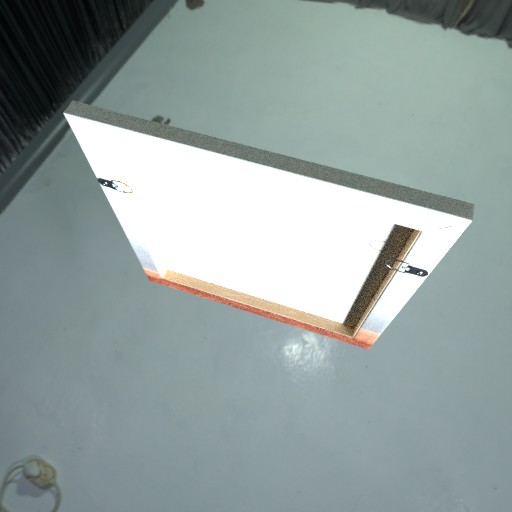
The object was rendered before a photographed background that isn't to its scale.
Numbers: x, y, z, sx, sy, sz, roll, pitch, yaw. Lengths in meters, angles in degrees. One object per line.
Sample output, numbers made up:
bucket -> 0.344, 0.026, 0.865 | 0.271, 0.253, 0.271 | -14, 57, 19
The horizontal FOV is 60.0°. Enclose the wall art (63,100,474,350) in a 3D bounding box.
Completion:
wall art -> 0.000, 0.000, 1.126 | 0.760, 0.760, 0.042 | 16, 63, 8
